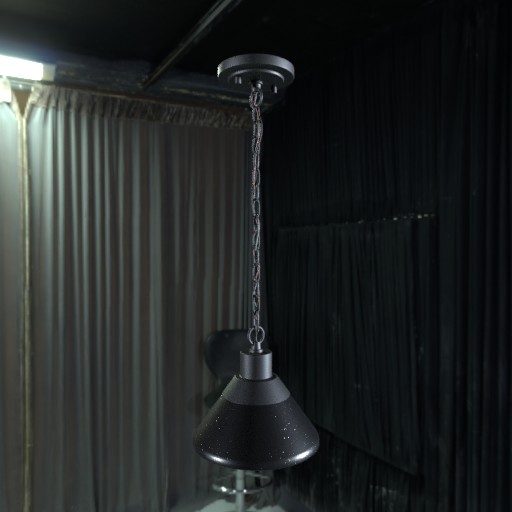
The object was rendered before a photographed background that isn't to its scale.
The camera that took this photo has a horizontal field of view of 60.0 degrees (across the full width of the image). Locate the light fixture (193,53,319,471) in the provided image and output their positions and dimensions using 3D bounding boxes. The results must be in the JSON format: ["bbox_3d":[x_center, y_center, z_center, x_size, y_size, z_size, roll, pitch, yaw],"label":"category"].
[{"bbox_3d":[0.000,0.000,0.706,0.201,0.588,0.201,-1,1,-36],"label":"light fixture"}]
